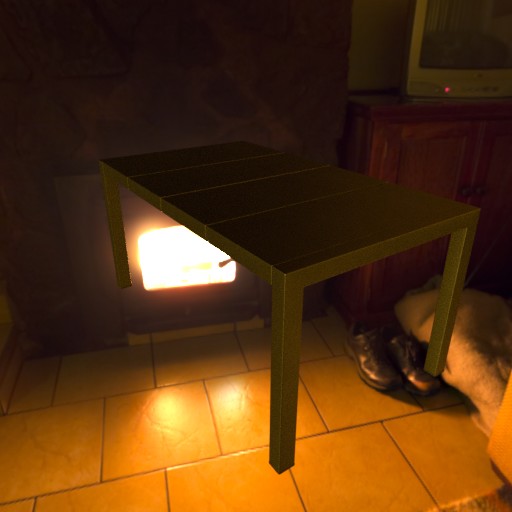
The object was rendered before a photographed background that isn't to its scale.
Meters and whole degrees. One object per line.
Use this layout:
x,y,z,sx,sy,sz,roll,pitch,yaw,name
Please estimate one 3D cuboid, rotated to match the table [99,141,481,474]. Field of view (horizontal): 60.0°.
0.000,0.000,1.302,0.559,0.460,0.965,-17,30,-31,table
